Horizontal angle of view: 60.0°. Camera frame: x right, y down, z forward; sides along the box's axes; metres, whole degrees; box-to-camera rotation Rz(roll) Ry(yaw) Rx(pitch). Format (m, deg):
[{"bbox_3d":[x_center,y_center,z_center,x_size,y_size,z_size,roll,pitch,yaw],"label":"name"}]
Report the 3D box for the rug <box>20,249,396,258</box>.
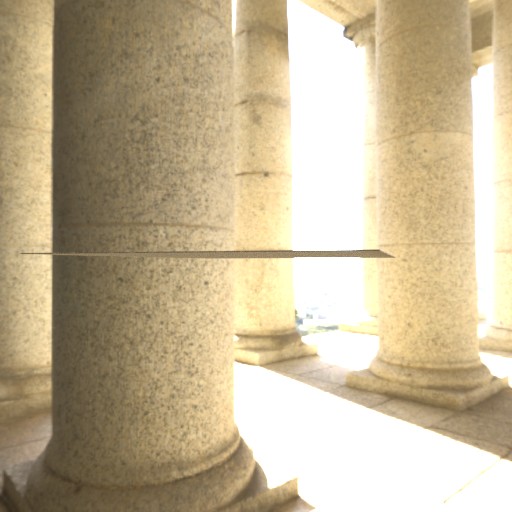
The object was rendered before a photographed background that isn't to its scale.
[{"bbox_3d":[0.000,0.000,3.911,2.283,0.006,2.892,0,-1,19],"label":"rug"}]
